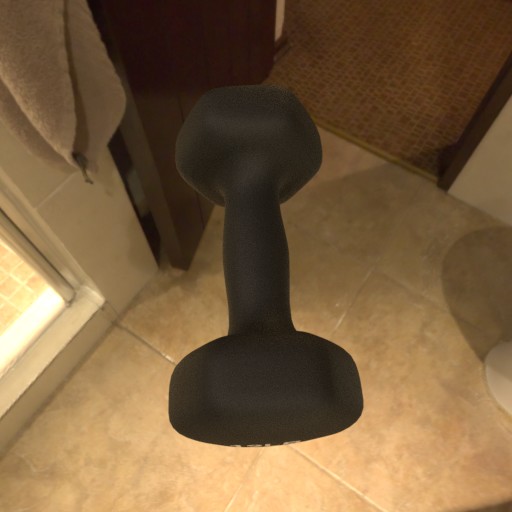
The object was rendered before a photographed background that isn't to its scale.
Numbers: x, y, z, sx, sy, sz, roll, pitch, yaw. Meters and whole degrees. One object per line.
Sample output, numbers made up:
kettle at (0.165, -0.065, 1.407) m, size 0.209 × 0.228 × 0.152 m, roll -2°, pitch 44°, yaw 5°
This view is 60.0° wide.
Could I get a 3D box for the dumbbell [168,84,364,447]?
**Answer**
dumbbell at (0.000, 0.000, 0.293) m, size 0.112 × 0.101 × 0.231 m, roll -3°, pitch 63°, yaw -1°
